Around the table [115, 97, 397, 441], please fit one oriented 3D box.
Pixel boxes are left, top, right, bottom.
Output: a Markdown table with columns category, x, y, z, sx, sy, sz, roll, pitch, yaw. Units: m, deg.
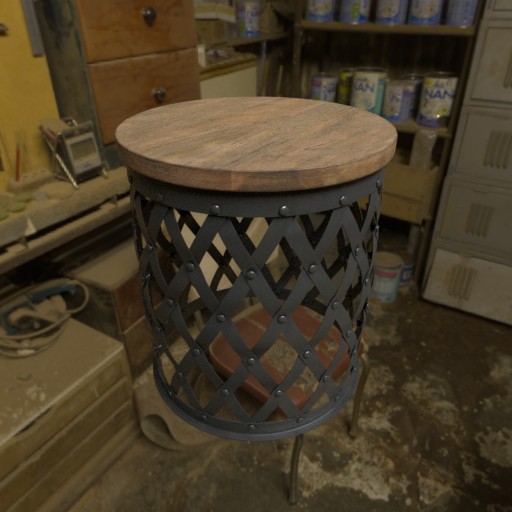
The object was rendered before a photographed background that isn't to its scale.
| category | x | y | z | sx | sy | sz | roll | pitch | yaw |
| --- | --- | --- | --- | --- | --- | --- | --- | --- | --- |
| table | 0.000 | 0.000 | 0.772 | 0.405 | 0.454 | 0.405 | 0 | 31 | 0 |
